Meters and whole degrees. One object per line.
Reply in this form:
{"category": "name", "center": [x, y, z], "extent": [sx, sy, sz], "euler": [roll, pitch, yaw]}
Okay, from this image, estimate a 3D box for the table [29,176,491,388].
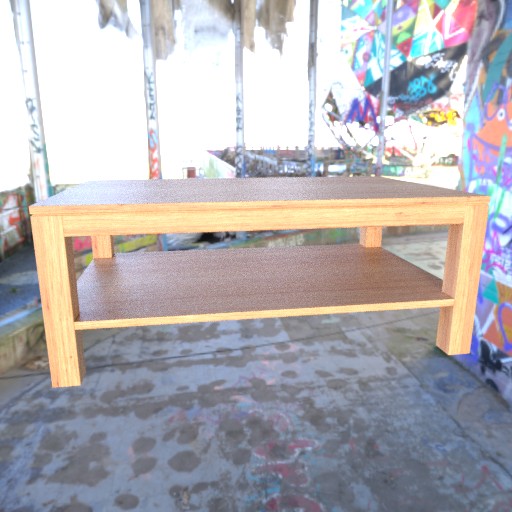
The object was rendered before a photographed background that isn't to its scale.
{"category": "table", "center": [0.000, 0.000, 1.472], "extent": [1.146, 0.457, 0.695], "euler": [-2, 15, -9]}
